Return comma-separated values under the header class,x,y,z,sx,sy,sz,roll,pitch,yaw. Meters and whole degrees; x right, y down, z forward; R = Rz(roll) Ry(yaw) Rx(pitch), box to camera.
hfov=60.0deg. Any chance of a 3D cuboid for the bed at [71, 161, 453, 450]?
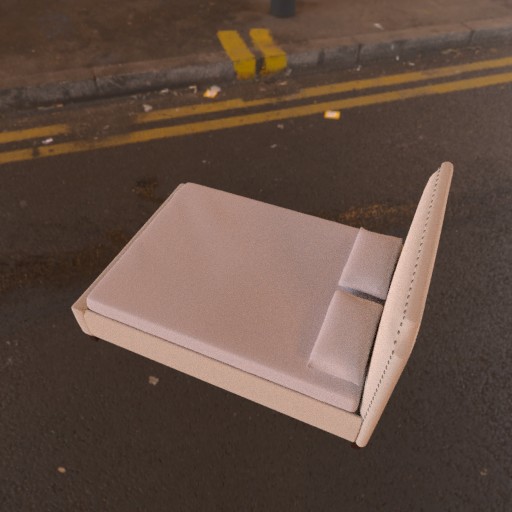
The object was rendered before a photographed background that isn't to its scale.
class,x,y,z,sx,sy,sz,roll,pitch,yaw
bed,0.000,0.000,3.397,2.372,1.443,1.712,17,49,16
